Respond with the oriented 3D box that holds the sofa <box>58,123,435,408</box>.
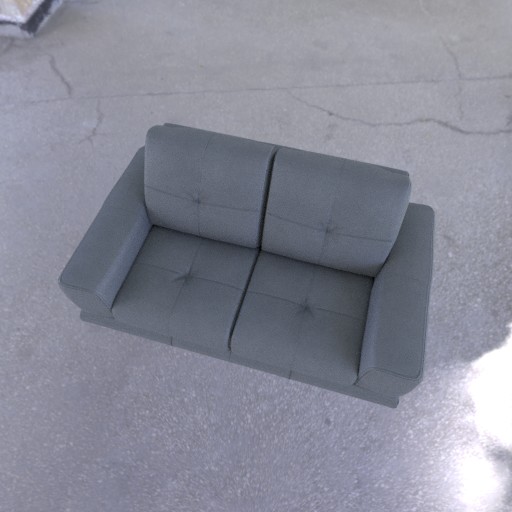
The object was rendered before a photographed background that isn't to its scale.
[{"bbox_3d":[0.000,0.000,2.360,1.806,0.907,1.018,14,58,9],"label":"sofa"}]
